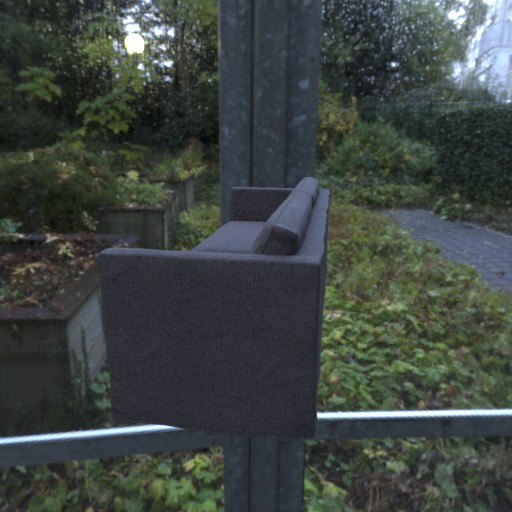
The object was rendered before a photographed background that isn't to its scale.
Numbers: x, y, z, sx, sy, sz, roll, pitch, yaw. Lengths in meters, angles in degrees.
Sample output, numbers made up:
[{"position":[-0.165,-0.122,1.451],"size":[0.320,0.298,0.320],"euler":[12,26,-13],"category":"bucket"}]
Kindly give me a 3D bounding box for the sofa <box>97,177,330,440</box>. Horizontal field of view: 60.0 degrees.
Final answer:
[{"position":[0.000,0.000,3.274],"size":[1.036,0.998,2.779],"euler":[3,15,10],"category":"sofa"}]
